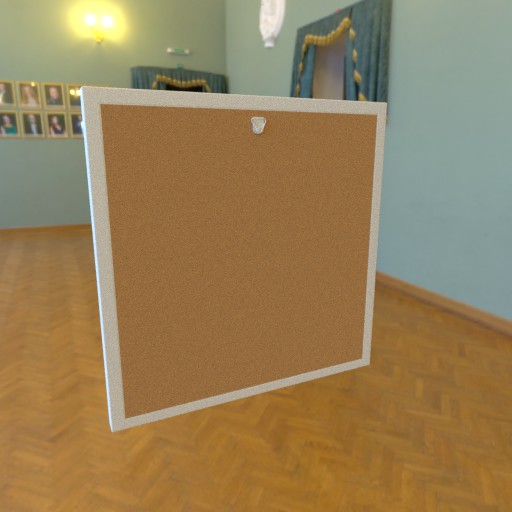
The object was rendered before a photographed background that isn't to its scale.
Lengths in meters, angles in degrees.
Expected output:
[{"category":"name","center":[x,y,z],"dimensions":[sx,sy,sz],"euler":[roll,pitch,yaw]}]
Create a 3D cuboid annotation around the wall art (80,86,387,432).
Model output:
[{"category":"wall art","center":[0.000,0.000,1.119],"dimensions":[0.761,0.762,0.050],"euler":[-7,15,-25]}]
